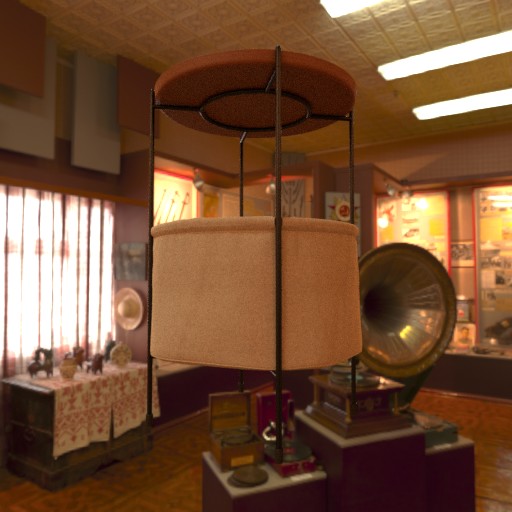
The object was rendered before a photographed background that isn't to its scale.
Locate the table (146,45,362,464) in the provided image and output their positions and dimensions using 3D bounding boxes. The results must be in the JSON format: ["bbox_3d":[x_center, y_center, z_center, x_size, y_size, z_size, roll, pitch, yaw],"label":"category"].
[{"bbox_3d":[0.000,0.000,0.856,0.393,0.623,0.393,-1,-3,35],"label":"table"}]
